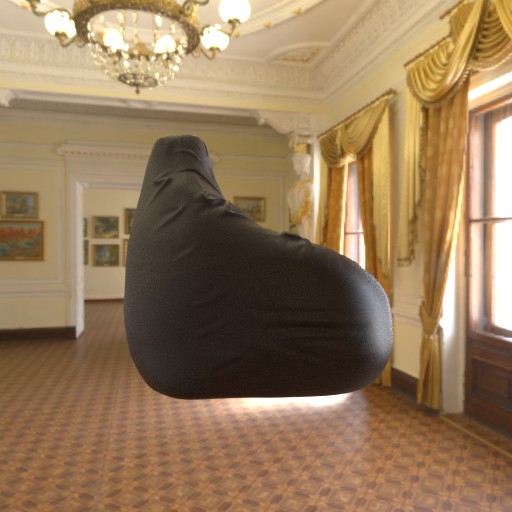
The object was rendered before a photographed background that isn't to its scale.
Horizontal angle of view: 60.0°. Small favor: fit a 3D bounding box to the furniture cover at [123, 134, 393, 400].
[{"bbox_3d":[0.000,0.000,1.876,1.070,0.990,1.070,0,0,-2],"label":"furniture cover"}]
